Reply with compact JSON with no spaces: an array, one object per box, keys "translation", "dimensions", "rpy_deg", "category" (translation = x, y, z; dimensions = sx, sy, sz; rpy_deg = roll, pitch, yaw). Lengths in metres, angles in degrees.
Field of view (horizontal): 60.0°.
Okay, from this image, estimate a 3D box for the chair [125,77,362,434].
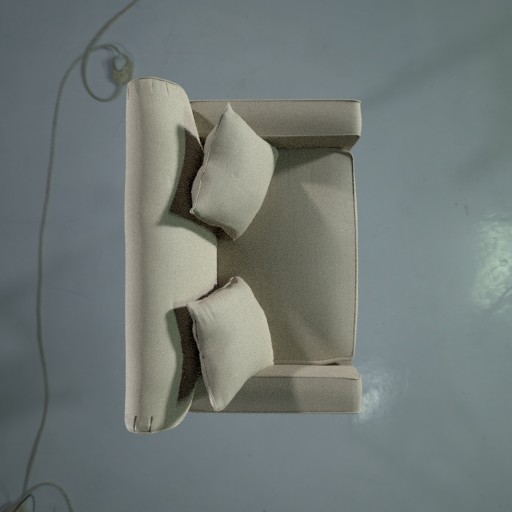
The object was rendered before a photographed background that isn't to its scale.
[{"translation":[0.000,0.000,2.096],"dimensions":[1.000,0.948,1.383],"rpy_deg":[0,90,1],"category":"chair"}]
